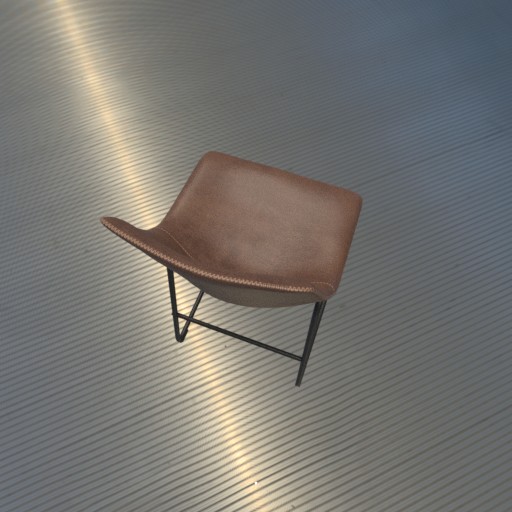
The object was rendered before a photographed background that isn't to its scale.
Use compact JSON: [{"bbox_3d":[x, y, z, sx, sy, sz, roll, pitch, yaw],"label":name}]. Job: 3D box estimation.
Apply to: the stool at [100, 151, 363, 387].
[{"bbox_3d":[0.000,0.000,1.206,0.460,0.890,0.550,18,64,9],"label":"stool"}]
